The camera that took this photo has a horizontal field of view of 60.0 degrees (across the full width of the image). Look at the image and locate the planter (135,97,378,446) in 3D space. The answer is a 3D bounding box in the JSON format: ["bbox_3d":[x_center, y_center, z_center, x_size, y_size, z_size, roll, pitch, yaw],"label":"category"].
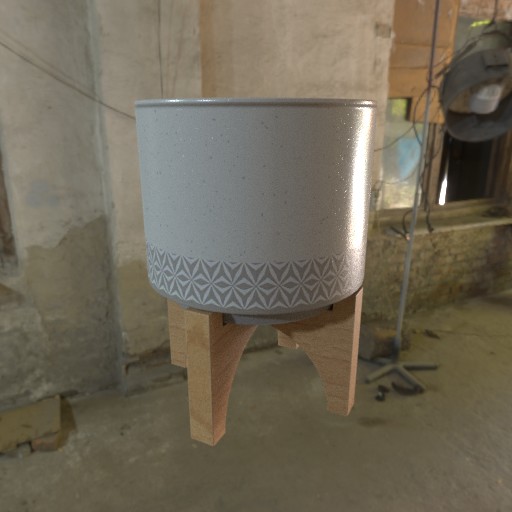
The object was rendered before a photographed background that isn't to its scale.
[{"bbox_3d":[0.000,0.000,0.271,0.130,0.178,0.130,0,18,0],"label":"planter"}]
